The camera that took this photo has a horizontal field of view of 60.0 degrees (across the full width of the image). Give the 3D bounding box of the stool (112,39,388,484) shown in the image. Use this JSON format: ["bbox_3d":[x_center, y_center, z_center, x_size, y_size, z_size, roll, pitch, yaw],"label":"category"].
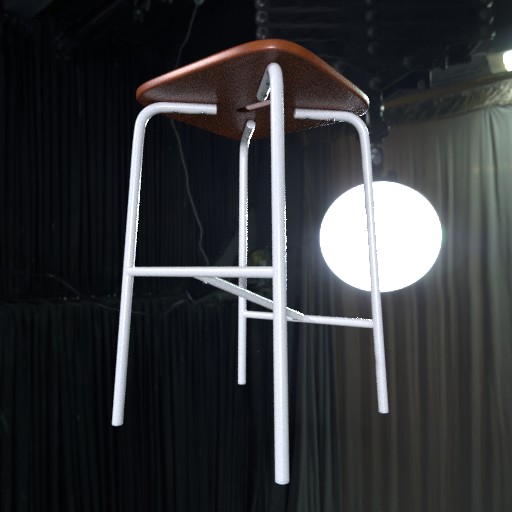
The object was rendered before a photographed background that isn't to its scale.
[{"bbox_3d":[0.000,0.000,0.845,0.376,0.610,0.376,-1,-2,37],"label":"stool"}]
